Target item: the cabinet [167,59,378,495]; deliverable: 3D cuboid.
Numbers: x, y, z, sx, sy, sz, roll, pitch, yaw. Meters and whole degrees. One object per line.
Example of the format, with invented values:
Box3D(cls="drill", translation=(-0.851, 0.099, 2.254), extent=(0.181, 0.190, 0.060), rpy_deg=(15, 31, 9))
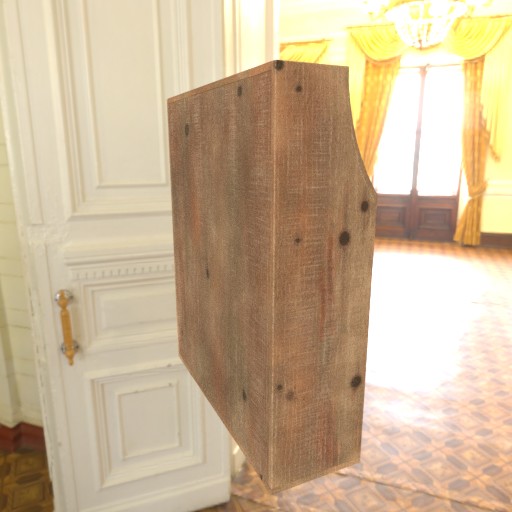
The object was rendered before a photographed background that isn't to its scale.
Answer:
Box3D(cls="cabinet", translation=(0.000, 0.000, 0.828), extent=(0.184, 0.590, 0.489), rpy_deg=(-7, 15, -25))
